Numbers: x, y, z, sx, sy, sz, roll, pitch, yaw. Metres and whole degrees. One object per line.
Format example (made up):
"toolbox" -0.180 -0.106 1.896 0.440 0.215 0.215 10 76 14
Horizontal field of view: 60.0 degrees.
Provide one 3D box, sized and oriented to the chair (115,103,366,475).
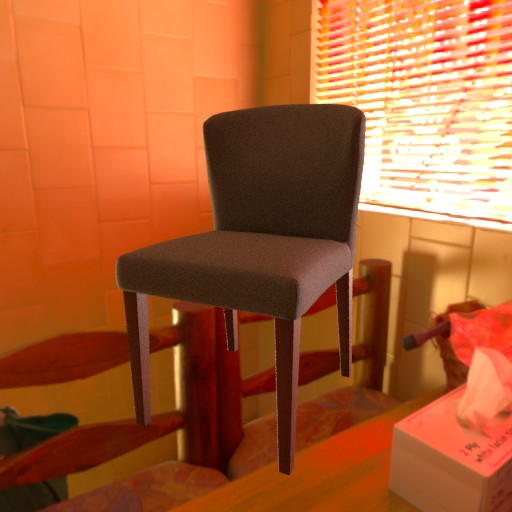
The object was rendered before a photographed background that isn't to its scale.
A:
"chair" 0.000 0.000 1.212 0.491 0.839 0.592 6 15 26
